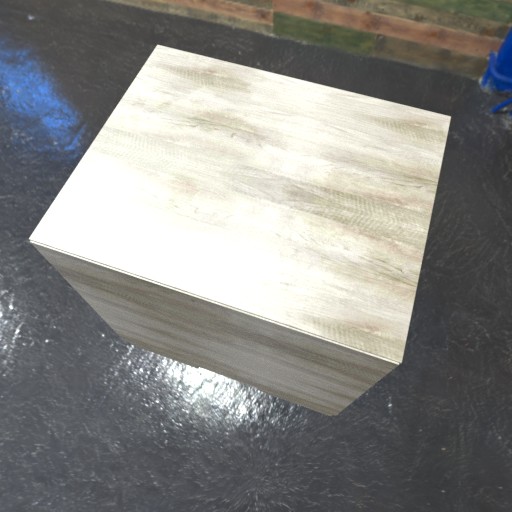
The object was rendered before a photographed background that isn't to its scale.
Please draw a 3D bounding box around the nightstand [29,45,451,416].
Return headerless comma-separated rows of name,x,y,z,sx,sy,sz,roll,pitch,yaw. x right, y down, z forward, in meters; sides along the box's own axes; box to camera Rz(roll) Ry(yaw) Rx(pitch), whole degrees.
nightstand,0.000,0.000,0.743,0.427,0.448,0.347,17,64,9
